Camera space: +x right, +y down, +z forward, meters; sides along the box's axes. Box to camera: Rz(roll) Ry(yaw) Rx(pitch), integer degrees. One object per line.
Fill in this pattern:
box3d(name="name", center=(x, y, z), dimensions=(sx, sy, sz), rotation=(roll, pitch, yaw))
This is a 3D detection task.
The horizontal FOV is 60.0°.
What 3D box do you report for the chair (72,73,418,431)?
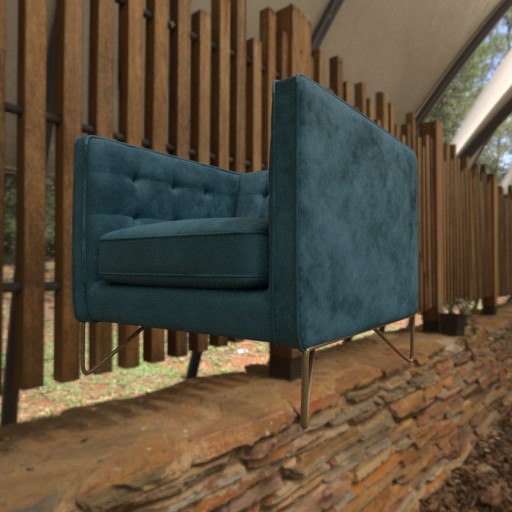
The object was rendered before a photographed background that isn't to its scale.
box3d(name="chair", center=(0.000, 0.000, 1.535), dimensions=(0.880, 0.790, 0.894), rotation=(-1, -1, 36))
